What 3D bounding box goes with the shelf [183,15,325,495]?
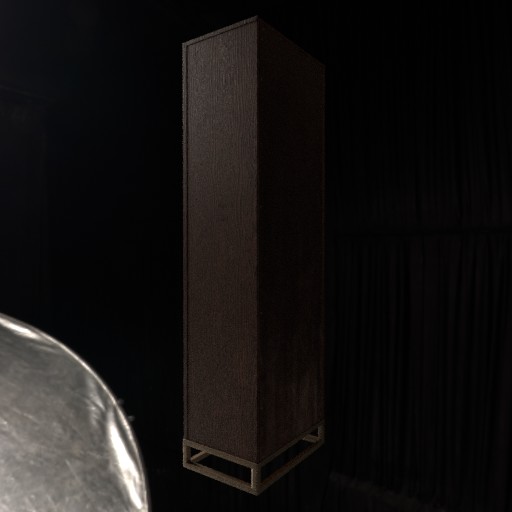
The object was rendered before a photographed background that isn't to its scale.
[{"bbox_3d":[0.000,0.000,1.930,0.395,1.732,0.539,1,1,36],"label":"shelf"}]
